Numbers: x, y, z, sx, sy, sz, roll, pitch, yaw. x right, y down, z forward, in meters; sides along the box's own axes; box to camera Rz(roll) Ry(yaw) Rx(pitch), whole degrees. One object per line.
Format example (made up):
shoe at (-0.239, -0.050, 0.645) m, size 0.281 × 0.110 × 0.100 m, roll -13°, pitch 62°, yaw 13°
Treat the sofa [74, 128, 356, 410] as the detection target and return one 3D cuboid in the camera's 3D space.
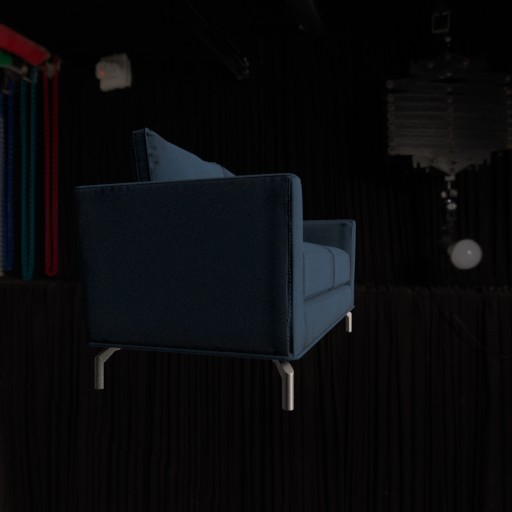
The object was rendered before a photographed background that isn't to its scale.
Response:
sofa at (0.000, 0.000, 2.332) m, size 0.853 × 1.002 × 1.770 m, roll 0°, pitch -1°, yaw 19°
